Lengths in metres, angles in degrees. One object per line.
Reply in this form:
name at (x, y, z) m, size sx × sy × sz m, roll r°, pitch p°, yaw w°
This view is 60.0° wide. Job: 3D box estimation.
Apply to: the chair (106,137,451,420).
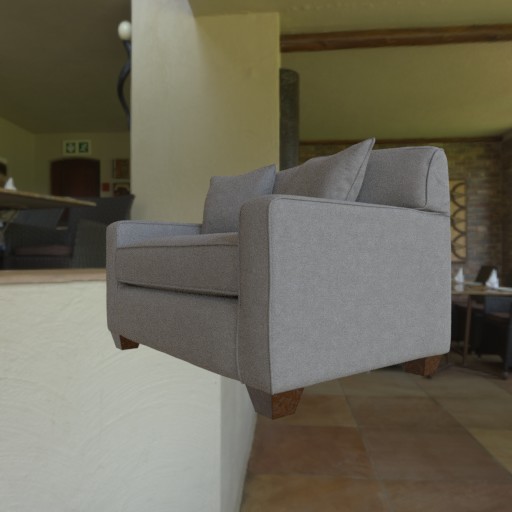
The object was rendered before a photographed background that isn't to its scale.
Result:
chair at (0.000, 0.000, 2.054) m, size 0.992 × 0.953 × 1.395 m, roll 0°, pitch 0°, yaw -37°
